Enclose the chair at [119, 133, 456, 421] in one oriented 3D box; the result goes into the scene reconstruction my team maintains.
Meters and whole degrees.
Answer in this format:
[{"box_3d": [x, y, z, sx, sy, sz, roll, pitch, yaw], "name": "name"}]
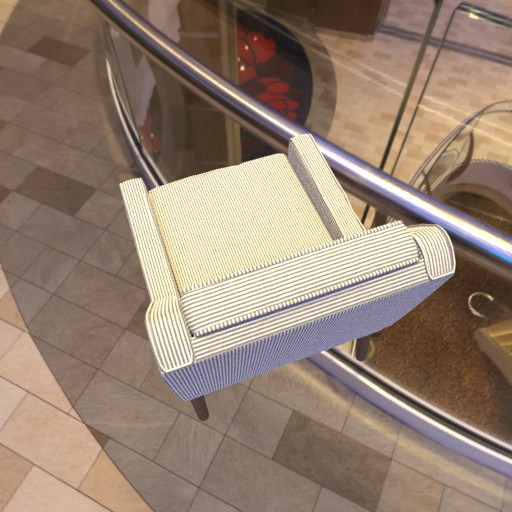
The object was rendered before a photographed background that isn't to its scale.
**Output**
[{"box_3d": [0.000, 0.000, 1.332, 0.663, 0.792, 0.743, -17, 59, -11], "name": "chair"}]
